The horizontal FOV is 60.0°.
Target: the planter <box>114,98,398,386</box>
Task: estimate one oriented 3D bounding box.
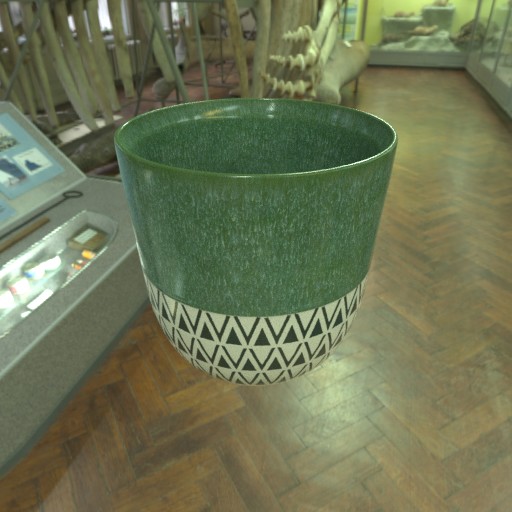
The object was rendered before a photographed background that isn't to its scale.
[{"bbox_3d":[0.000,0.000,0.369,0.195,0.214,0.195,0,31,0],"label":"planter"}]
